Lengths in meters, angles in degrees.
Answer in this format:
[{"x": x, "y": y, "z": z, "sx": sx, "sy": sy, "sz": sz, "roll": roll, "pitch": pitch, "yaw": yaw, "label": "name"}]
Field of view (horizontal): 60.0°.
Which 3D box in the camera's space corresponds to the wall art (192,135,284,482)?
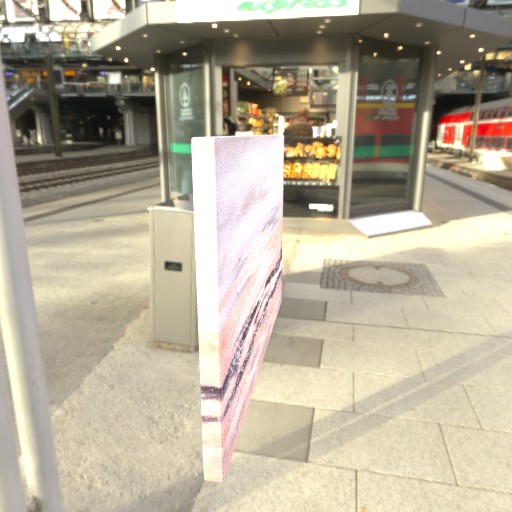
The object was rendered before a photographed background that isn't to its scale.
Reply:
[{"x": 0.000, "y": 0.000, "z": 1.162, "sx": 0.038, "sy": 0.609, "sz": 0.913, "roll": 3, "pitch": 16, "yaw": 9, "label": "wall art"}]
